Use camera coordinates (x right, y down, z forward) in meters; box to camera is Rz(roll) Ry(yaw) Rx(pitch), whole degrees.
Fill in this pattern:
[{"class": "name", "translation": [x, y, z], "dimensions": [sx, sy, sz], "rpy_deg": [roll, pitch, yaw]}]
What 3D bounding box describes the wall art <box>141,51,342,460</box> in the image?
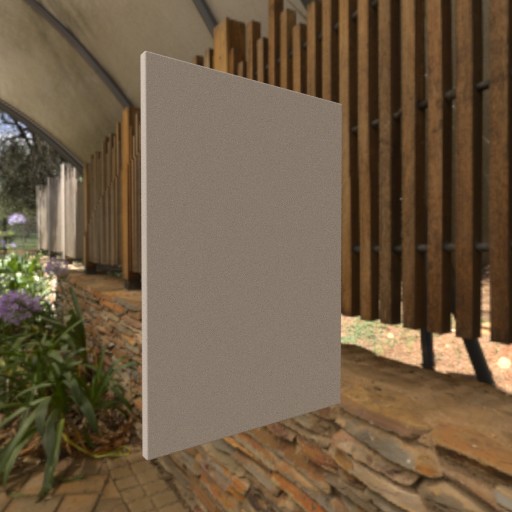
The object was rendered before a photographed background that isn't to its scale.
[{"class": "wall art", "translation": [0.000, 0.000, 1.050], "dimensions": [0.556, 0.813, 0.026], "rpy_deg": [-1, 1, -36]}]
